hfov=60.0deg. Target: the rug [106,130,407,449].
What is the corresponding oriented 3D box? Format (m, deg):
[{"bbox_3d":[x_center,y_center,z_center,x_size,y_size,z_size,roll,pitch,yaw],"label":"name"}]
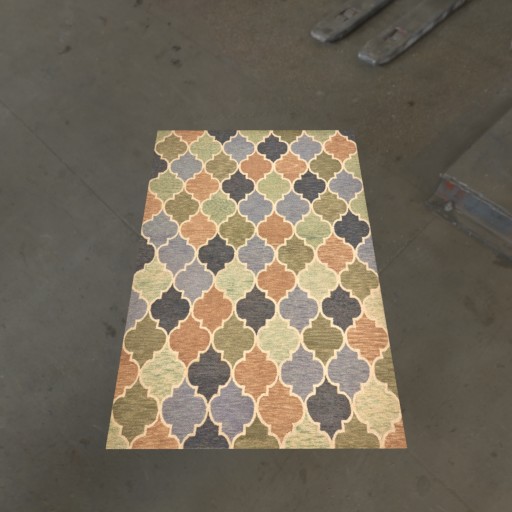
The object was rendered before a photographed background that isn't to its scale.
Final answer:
[{"bbox_3d":[0.000,0.000,2.272,1.216,0.006,1.828,0,58,0],"label":"rug"}]
